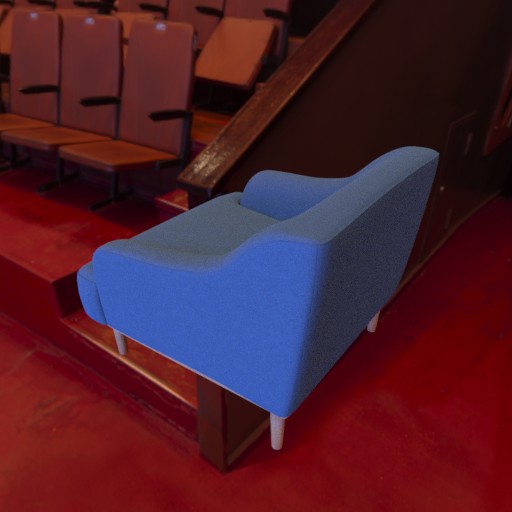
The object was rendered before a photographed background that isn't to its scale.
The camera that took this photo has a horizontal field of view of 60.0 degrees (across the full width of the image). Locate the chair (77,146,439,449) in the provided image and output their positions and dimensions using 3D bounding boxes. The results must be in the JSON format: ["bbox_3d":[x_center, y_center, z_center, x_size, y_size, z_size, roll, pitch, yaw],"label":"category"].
[{"bbox_3d":[0.000,0.000,1.636,0.951,0.818,0.946,21,37,31],"label":"chair"}]
